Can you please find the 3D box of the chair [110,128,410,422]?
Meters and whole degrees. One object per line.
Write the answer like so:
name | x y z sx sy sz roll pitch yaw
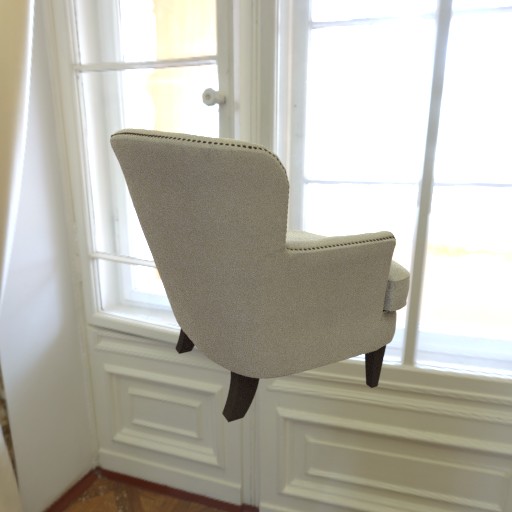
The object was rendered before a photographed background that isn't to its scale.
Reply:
chair | 0.000 0.000 1.570 0.906 0.868 0.848 -8 18 -26
